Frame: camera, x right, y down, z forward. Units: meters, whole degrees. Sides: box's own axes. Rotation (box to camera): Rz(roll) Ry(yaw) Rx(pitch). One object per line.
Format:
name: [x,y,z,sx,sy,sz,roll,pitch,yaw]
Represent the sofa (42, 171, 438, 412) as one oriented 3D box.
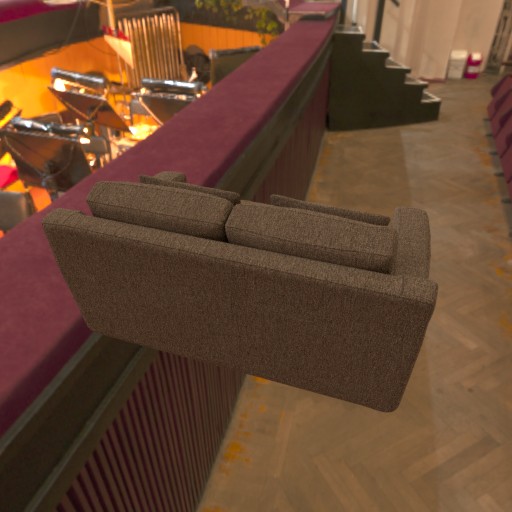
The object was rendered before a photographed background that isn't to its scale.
sofa: [0.000,0.000,2.420,1.778,0.991,1.120,11,36,16]
